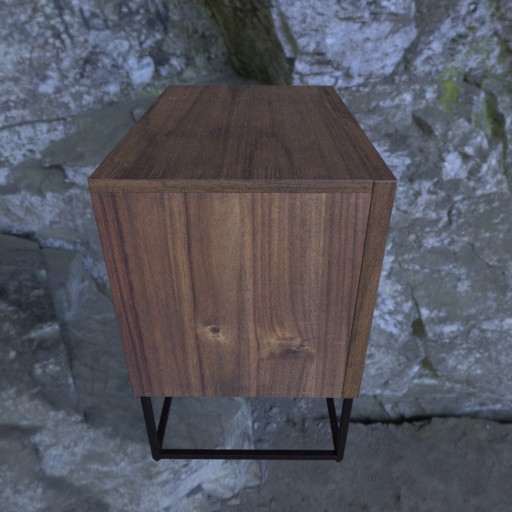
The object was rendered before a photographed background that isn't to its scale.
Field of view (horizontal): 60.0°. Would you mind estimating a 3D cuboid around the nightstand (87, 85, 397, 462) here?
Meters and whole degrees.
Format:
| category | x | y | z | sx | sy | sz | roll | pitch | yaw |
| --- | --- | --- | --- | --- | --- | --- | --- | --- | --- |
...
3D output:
| category | x | y | z | sx | sy | sz | roll | pitch | yaw |
| --- | --- | --- | --- | --- | --- | --- | --- | --- | --- |
| nightstand | 0.000 | 0.000 | 0.992 | 0.437 | 0.610 | 0.610 | 0 | 32 | 0 |
